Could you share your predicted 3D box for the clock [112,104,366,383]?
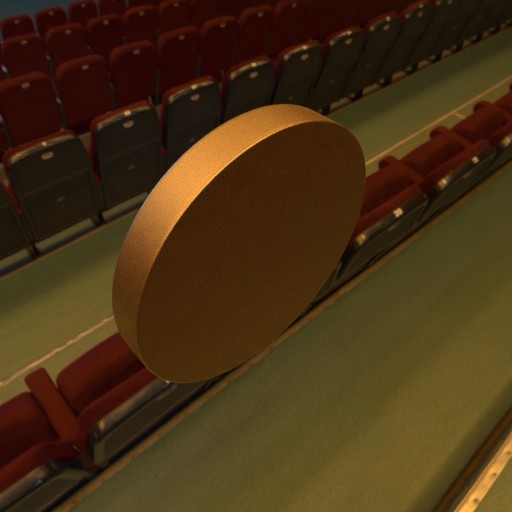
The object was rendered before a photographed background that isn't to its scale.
[{"bbox_3d":[0.000,0.000,0.473,0.314,0.314,0.040,-33,55,-27],"label":"clock"}]
